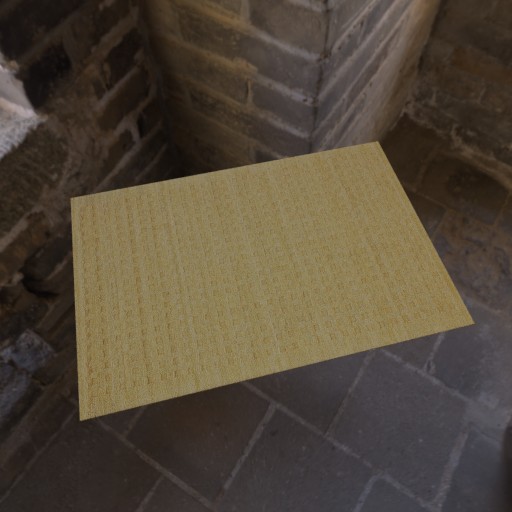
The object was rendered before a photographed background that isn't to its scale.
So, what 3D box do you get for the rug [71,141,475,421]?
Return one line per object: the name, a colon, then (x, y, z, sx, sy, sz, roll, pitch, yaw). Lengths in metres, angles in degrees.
rug: (0.000, 0.000, 2.856, 2.286, 0.006, 1.524, -12, 60, -7)
